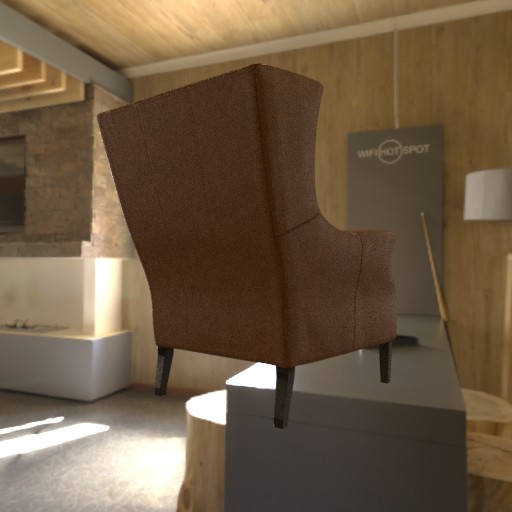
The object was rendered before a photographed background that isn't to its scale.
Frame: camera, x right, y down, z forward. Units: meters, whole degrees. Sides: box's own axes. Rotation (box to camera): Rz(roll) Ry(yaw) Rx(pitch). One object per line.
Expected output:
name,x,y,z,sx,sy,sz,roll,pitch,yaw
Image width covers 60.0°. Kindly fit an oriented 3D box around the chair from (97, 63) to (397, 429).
chair,0.000,0.000,1.660,0.852,1.016,0.925,0,0,36
